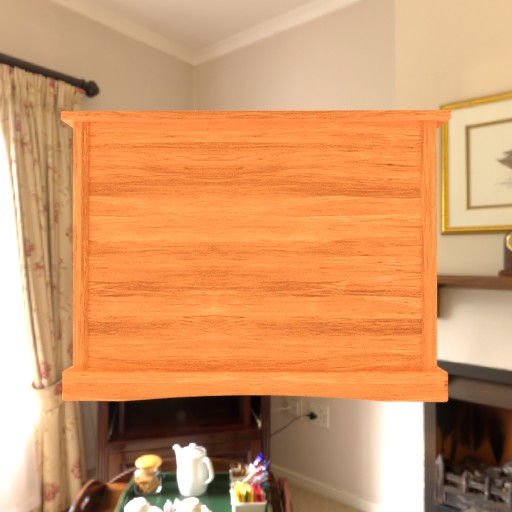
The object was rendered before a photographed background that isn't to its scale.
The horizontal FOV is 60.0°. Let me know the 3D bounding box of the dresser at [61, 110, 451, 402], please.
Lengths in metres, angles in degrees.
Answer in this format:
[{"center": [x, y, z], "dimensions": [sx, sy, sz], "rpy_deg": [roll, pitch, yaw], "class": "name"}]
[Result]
[{"center": [0.000, 0.000, 1.325], "dimensions": [0.990, 0.740, 0.410], "rpy_deg": [0, -1, 1], "class": "dresser"}]
